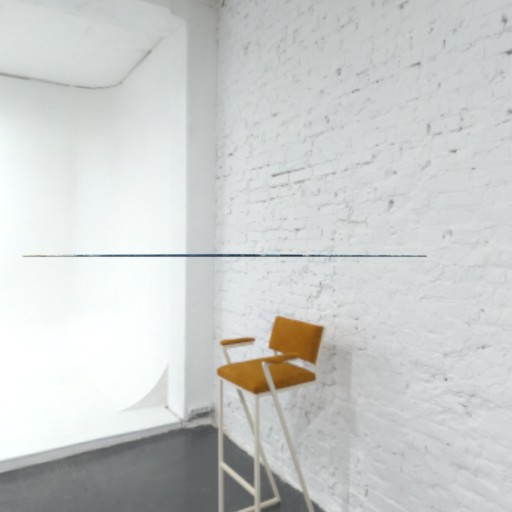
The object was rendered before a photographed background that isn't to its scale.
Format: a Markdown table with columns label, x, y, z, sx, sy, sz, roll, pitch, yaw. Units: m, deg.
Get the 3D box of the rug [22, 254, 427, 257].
| label | x | y | z | sx | sy | sz | roll | pitch | yaw |
| --- | --- | --- | --- | --- | --- | --- | --- | --- | --- |
| rug | 0.000 | 0.000 | 2.320 | 1.232 | 0.009 | 1.836 | 0 | 0 | 37 |
